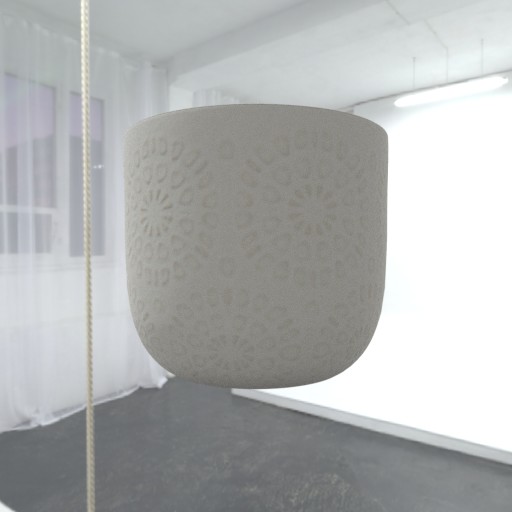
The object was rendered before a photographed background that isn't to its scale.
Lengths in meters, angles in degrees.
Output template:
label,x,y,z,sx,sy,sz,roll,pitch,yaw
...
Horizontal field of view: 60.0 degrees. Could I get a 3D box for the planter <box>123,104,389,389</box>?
label,x,y,z,sx,sy,sz,roll,pitch,yaw
planter,0.000,0.000,0.218,0.124,0.109,0.124,0,1,0
